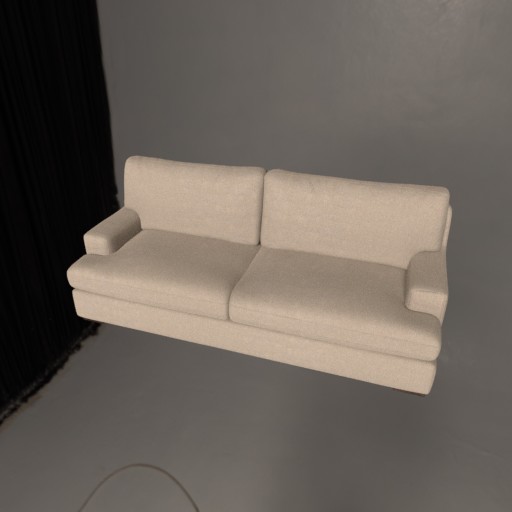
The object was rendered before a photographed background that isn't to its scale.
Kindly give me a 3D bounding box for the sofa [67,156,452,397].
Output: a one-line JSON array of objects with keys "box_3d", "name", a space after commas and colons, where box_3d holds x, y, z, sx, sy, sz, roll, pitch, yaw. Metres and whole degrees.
[{"box_3d": [0.000, 0.000, 2.917, 2.354, 0.980, 0.962, 9, 30, 16], "name": "sofa"}]
